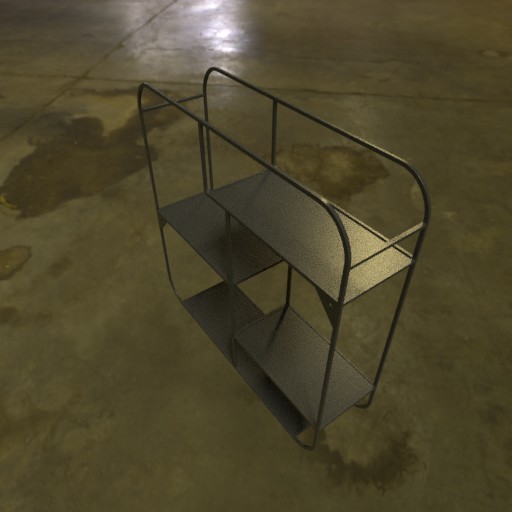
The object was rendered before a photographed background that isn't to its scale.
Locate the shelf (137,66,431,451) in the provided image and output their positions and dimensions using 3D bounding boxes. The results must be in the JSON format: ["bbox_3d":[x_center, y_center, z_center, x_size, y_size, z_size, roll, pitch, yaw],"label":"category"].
[{"bbox_3d":[0.000,0.000,0.917,0.160,0.600,0.600,-26,47,-27],"label":"shelf"}]
